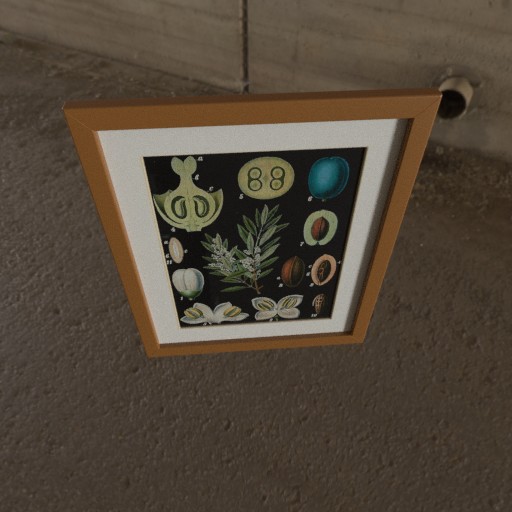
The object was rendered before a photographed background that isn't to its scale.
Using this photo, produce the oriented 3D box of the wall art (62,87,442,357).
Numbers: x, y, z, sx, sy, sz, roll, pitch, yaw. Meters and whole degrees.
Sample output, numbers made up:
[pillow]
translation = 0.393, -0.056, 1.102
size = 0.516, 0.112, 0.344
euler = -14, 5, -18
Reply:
[wall art]
translation = 0.000, 0.000, 0.727
size = 0.449, 0.550, 0.021
euler = -3, 47, -3
